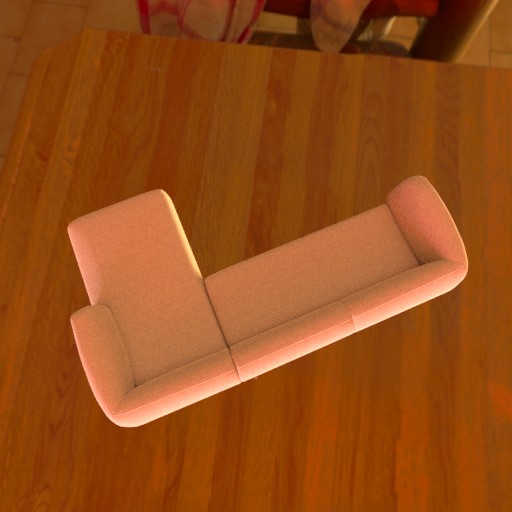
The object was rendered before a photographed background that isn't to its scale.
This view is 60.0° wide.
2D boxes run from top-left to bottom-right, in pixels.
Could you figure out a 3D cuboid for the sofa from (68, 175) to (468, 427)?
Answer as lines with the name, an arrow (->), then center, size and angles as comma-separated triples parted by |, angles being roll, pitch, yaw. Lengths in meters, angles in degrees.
sofa -> 0.000, 0.000, 3.332 | 2.660, 0.730, 1.610 | -22, 76, -6
